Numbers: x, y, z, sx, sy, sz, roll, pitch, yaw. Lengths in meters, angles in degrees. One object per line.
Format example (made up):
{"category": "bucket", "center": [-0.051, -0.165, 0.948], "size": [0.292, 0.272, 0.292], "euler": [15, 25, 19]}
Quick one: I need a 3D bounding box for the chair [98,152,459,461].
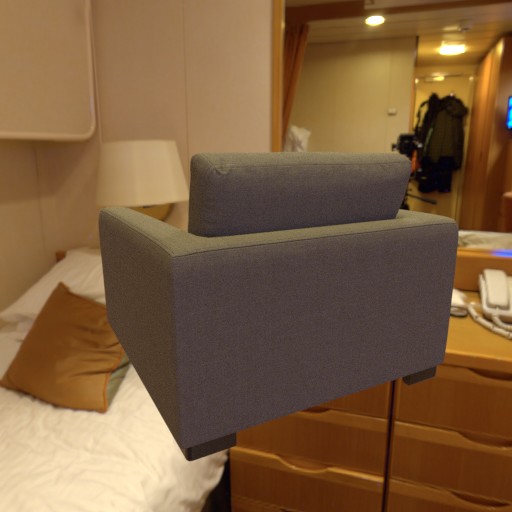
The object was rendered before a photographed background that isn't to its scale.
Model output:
{"category": "chair", "center": [0.000, 0.000, 1.834], "size": [1.070, 0.847, 1.100], "euler": [-7, 16, -28]}
